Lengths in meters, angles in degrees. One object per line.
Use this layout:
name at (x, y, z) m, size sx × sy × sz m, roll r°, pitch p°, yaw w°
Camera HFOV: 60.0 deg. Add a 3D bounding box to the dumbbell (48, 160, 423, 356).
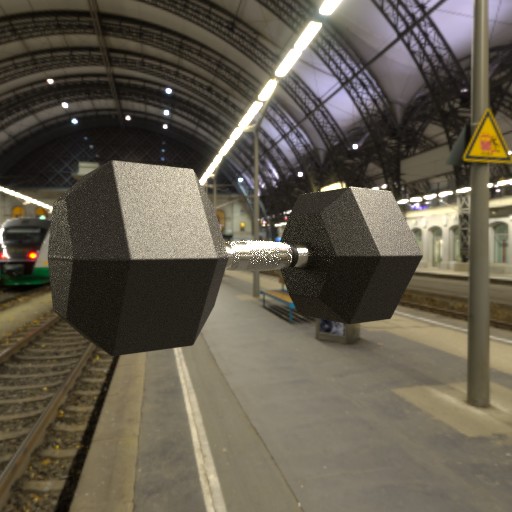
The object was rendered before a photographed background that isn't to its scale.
dumbbell at (0.000, 0.000, 0.328) m, size 0.271 × 0.106 × 0.122 m, roll -1°, pitch 1°, yaw -34°
